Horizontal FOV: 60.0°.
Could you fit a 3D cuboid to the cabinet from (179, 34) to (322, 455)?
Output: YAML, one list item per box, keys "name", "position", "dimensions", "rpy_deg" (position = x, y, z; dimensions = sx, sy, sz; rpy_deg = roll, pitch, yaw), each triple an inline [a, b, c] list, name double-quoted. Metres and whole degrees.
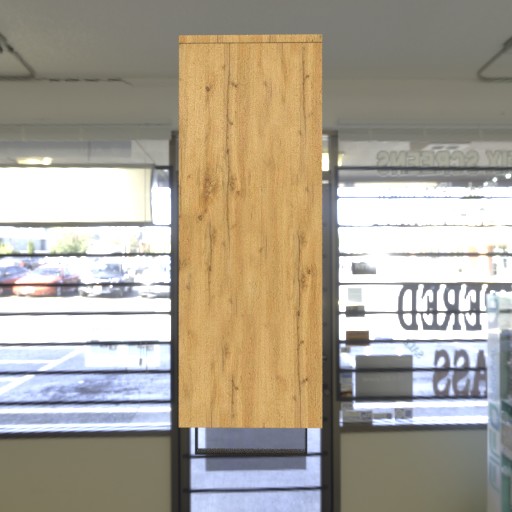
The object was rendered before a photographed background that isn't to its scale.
- name: "cabinet"
  position: [0.000, 0.000, 1.984]
  dimensions: [0.473, 1.397, 1.168]
  rpy_deg: [0, 0, 1]
